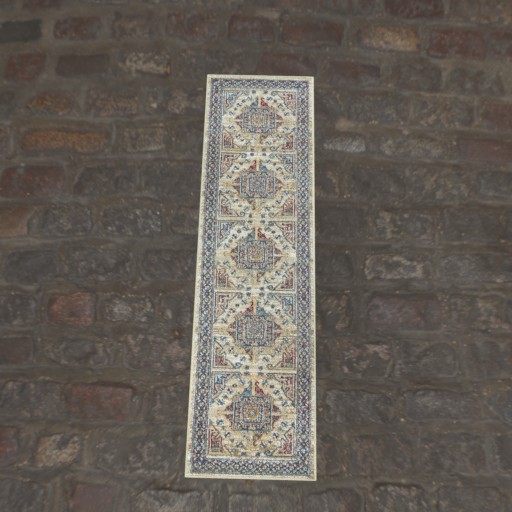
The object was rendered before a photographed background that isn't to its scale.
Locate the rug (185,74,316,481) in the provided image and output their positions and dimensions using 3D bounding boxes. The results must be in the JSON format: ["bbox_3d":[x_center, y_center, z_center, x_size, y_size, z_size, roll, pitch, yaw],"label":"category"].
[{"bbox_3d":[0.000,0.000,2.486,0.661,0.013,2.297,1,77,0],"label":"rug"}]
